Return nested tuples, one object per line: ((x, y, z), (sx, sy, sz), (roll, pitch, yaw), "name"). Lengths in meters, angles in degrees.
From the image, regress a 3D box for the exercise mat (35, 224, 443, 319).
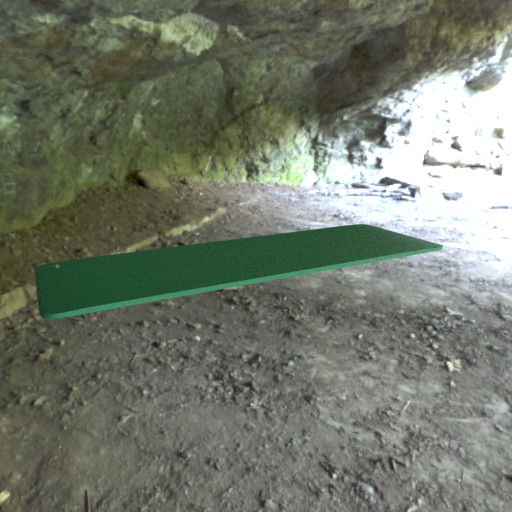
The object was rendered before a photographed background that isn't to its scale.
((0.000, 0.000, 2.084), (1.869, 0.021, 0.616), (-8, 18, -26), "exercise mat")
